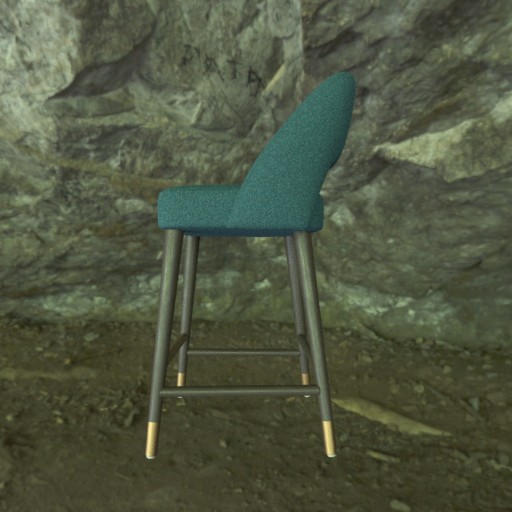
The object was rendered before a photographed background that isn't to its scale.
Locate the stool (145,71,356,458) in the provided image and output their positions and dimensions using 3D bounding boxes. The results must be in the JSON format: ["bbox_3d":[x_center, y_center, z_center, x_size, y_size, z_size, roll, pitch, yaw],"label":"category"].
[{"bbox_3d":[0.000,0.000,1.254,0.522,0.939,0.536,0,0,-1],"label":"stool"}]
